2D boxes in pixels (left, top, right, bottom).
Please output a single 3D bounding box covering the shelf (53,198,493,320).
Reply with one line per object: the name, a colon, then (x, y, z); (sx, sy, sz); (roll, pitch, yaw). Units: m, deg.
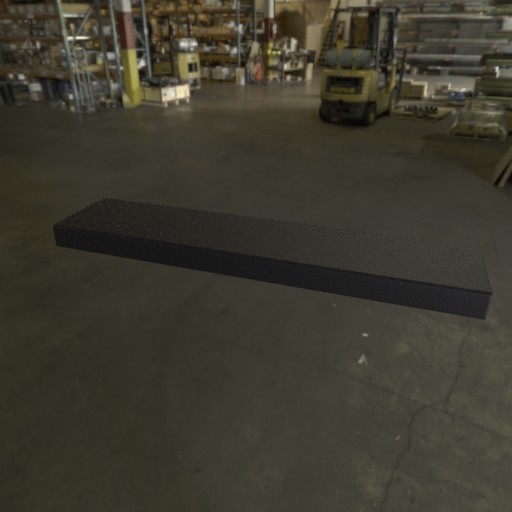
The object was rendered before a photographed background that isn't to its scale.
shelf: (0.000, 0.000, 0.492); (0.456, 0.053, 0.102); (9, 28, 17)
